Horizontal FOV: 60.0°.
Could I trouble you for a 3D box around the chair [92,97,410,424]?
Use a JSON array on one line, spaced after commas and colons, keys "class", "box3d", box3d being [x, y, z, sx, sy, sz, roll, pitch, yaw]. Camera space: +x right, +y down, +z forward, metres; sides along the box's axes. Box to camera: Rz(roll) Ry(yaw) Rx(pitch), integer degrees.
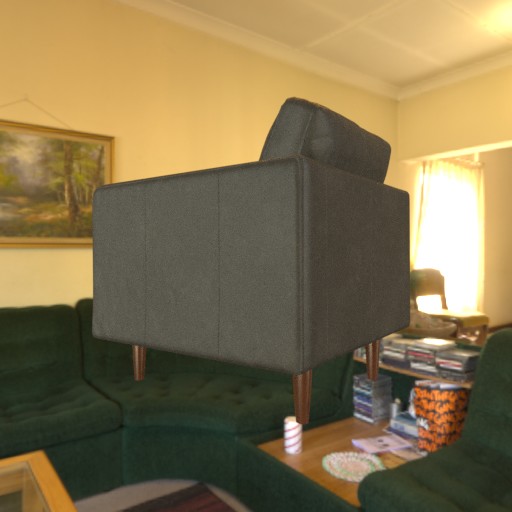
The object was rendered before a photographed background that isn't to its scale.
[{"class": "chair", "box3d": [0.000, 0.000, 1.612, 0.879, 0.898, 0.831, 1, 1, 36]}]
